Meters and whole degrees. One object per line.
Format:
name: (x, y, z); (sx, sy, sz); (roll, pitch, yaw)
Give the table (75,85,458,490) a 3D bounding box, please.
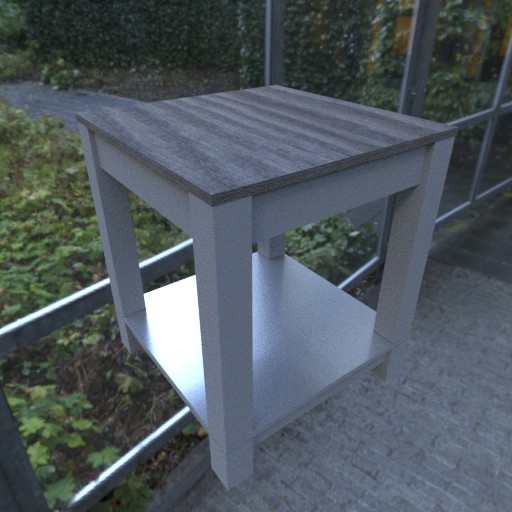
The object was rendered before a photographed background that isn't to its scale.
table: (0.000, 0.000, 0.969); (0.504, 0.587, 0.506); (-21, 37, -31)
